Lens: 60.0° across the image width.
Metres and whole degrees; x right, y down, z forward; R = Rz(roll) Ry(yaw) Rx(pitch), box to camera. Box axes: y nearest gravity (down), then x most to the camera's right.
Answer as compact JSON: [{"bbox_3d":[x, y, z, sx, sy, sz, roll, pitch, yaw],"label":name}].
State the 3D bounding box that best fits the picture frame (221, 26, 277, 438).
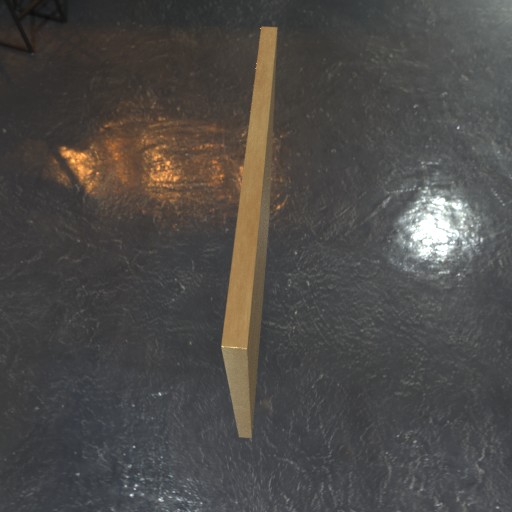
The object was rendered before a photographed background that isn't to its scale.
[{"bbox_3d":[0.000,0.000,1.137,0.037,0.761,0.758,4,59,2],"label":"picture frame"}]
